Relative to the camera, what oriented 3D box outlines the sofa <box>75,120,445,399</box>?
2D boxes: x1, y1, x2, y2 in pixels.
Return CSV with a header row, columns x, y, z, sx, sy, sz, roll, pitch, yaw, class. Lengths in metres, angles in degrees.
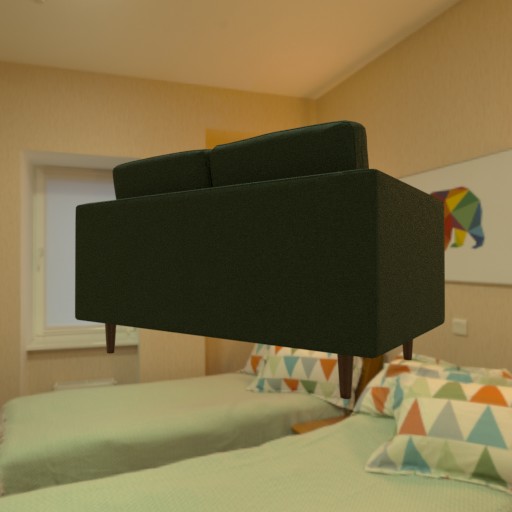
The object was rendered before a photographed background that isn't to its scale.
x,y,z,sx,sy,sz,roll,pitch,yaw,class
0.000,0.000,1.992,1.430,0.899,0.879,0,-1,35,sofa
